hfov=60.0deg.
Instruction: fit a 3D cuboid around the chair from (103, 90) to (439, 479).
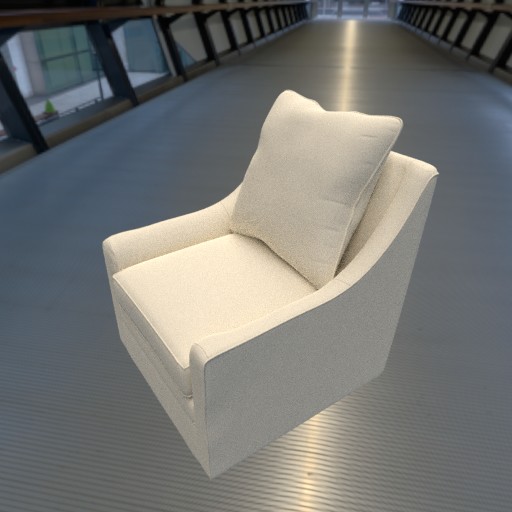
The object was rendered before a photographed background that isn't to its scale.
[{"bbox_3d":[0.000,0.000,1.557,0.876,0.965,0.756,-20,36,-29],"label":"chair"}]
